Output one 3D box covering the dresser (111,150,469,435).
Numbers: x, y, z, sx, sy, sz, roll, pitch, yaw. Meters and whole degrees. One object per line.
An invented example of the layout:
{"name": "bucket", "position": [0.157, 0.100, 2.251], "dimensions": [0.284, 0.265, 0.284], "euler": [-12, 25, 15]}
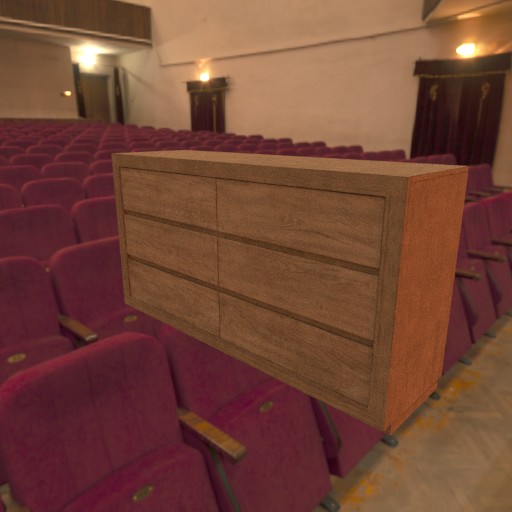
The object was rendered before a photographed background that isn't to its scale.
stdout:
{"name": "dresser", "position": [0.000, 0.000, 2.067], "dimensions": [1.628, 0.889, 0.483], "euler": [15, 22, 41]}
